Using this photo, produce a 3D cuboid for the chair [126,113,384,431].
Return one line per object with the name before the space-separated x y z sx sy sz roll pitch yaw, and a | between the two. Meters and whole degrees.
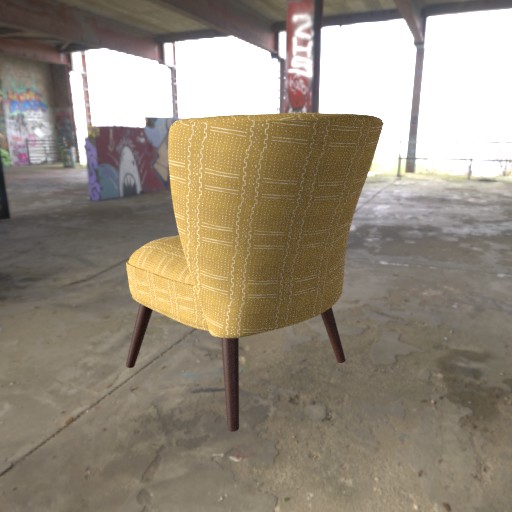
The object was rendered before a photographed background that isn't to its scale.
chair | 0.000 0.000 1.447 0.758 0.866 0.706 15 21 42
